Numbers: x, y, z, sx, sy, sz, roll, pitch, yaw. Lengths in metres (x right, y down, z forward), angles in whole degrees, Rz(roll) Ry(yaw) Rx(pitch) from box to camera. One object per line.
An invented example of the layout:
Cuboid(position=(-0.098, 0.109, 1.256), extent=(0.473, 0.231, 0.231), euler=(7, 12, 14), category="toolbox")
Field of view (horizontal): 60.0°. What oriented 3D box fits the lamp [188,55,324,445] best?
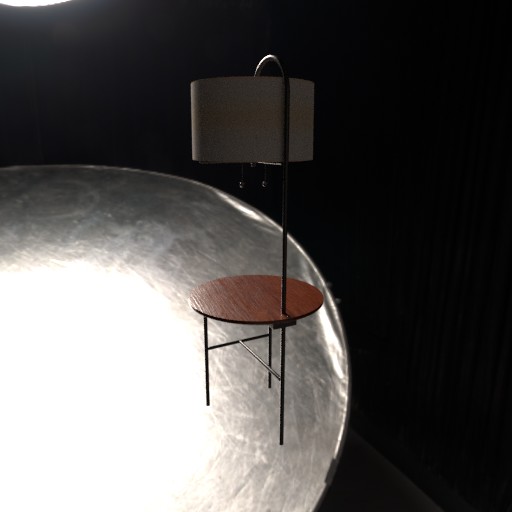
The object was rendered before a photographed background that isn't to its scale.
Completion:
Cuboid(position=(0.000, 0.000, 1.852), extent=(0.573, 1.517, 0.573), euler=(0, 15, 0), category="lamp")
